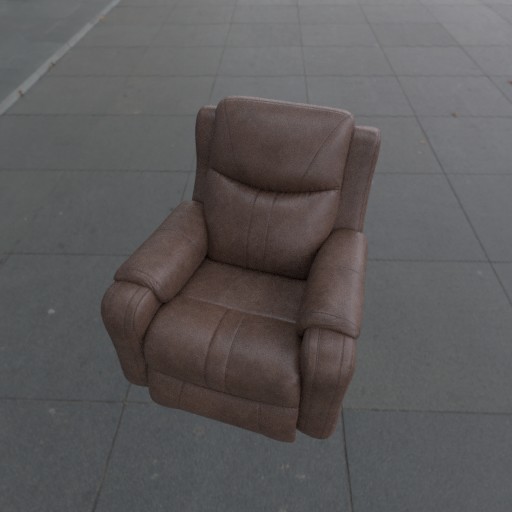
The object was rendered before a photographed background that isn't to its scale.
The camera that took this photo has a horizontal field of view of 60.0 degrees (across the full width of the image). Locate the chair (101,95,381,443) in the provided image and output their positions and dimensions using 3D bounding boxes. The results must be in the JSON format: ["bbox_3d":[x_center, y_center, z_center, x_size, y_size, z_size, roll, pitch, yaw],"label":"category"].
[{"bbox_3d":[0.000,0.000,1.840,0.940,0.990,1.067,12,44,13],"label":"chair"}]
